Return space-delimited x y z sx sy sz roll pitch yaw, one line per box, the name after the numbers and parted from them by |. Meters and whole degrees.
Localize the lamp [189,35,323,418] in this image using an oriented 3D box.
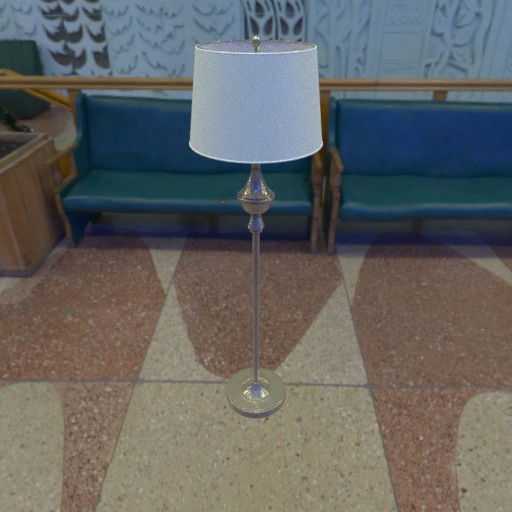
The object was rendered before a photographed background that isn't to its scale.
0.000 0.000 1.665 0.431 1.488 0.431 0 31 0 | lamp
